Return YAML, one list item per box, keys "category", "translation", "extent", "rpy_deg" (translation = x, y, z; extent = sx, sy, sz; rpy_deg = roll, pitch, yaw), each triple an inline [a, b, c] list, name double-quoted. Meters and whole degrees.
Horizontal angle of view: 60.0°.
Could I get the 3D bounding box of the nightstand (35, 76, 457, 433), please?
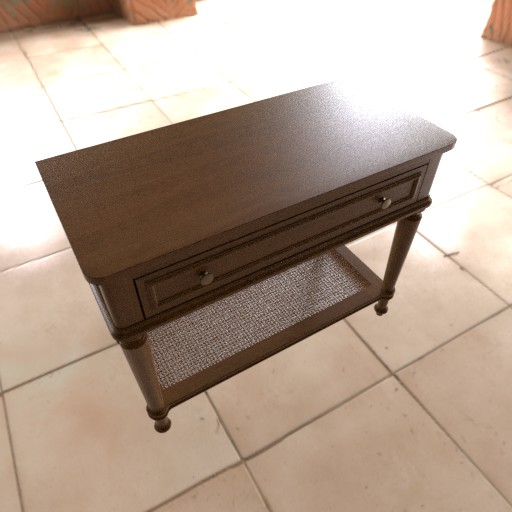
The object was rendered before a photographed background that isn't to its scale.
- category: "nightstand"
  translation: [0.000, 0.000, 1.288]
  extent: [0.914, 0.700, 0.432]
  rpy_deg: [-23, 49, -21]
